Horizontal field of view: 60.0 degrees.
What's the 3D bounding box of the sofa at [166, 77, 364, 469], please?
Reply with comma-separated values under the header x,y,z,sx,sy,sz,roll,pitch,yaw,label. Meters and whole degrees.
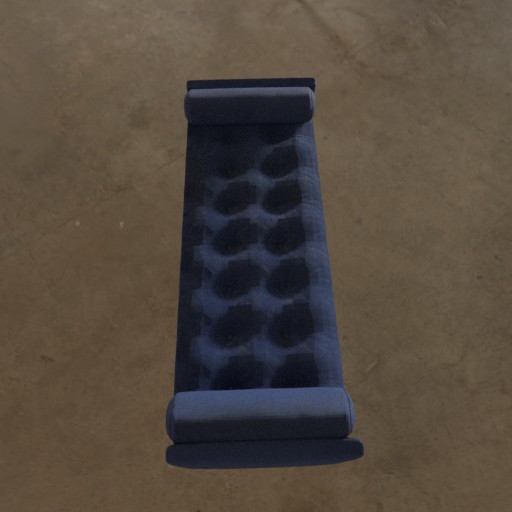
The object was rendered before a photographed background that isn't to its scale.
x,y,z,sx,sy,sz,roll,pitch,yaw,label
0.000,0.000,2.437,0.796,0.705,2.102,-2,63,-1,sofa
